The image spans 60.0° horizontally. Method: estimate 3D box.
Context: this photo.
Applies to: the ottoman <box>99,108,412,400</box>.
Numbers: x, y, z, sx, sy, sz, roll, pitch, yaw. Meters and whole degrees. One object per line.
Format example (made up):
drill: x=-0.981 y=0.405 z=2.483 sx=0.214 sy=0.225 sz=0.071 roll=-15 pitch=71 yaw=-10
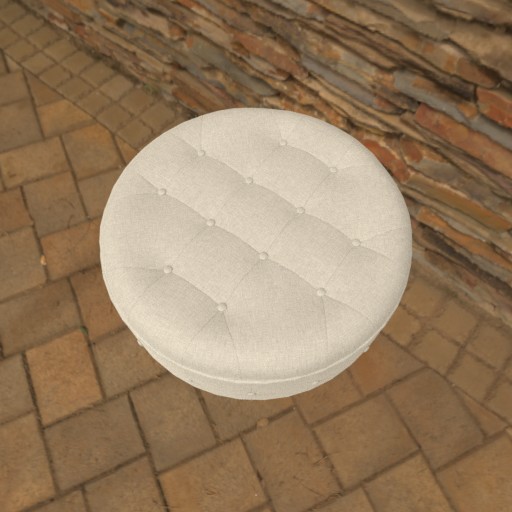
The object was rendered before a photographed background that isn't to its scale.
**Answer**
ottoman: x=0.000 y=0.000 z=1.368 sx=0.850 sy=0.483 sz=0.850 roll=0 pitch=62 yaw=0
